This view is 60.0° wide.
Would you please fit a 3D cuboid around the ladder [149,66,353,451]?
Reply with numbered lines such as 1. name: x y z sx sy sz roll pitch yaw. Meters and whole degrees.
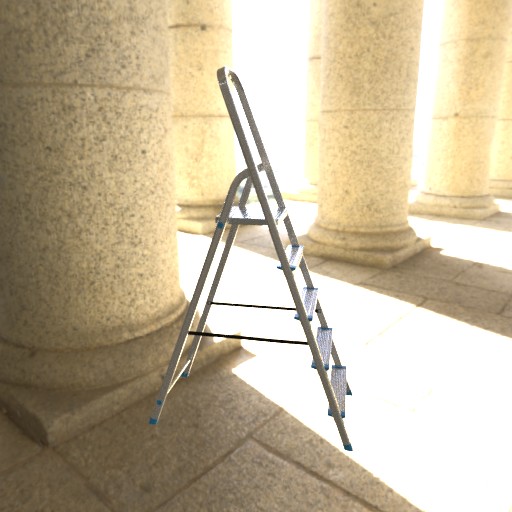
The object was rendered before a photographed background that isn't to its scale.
1. ladder: 0.000 0.000 2.087 0.990 1.648 0.468 3 16 11
